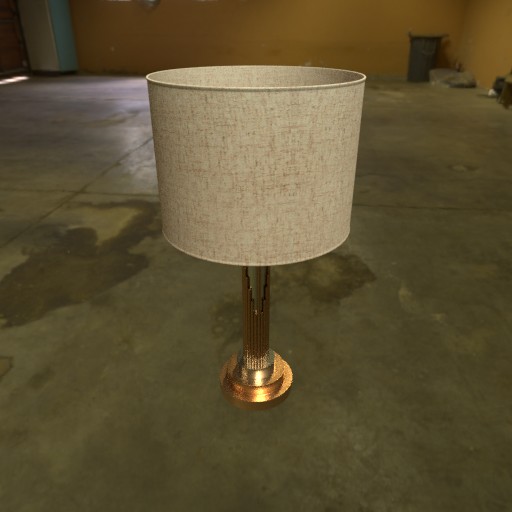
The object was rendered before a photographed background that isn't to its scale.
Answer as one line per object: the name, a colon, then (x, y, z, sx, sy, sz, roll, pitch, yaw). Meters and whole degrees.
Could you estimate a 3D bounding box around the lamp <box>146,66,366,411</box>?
lamp: (0.000, 0.000, 0.802, 0.321, 0.610, 0.321, -20, 33, -33)
